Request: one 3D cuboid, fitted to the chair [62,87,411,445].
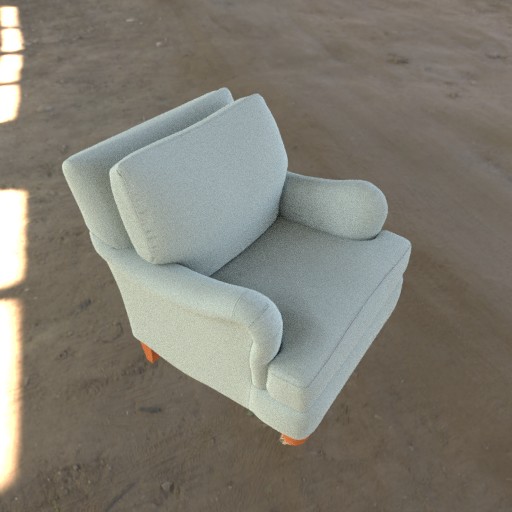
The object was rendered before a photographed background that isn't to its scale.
[{"bbox_3d":[0.000,0.000,1.863,1.070,1.038,0.955,25,46,26],"label":"chair"}]
